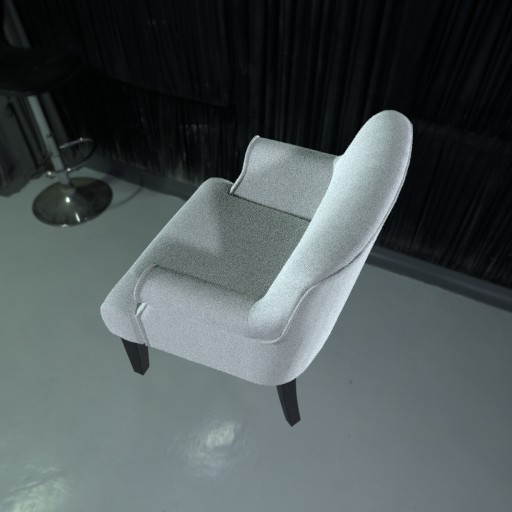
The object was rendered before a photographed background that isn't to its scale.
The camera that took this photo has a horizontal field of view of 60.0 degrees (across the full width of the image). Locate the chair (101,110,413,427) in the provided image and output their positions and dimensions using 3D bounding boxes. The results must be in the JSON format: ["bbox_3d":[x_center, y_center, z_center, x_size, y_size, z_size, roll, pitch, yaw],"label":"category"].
[{"bbox_3d":[0.000,0.000,1.432,0.750,0.875,0.781,18,49,16],"label":"chair"}]
